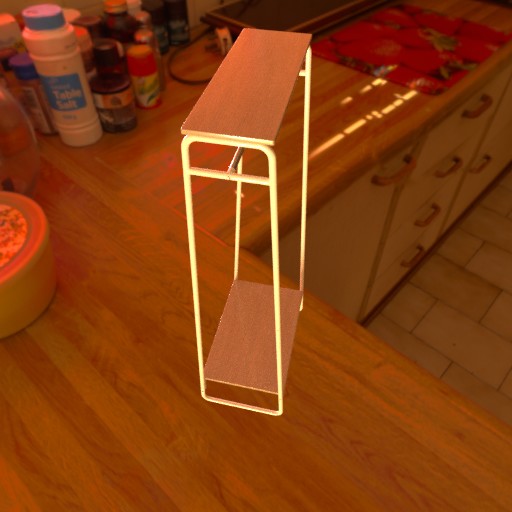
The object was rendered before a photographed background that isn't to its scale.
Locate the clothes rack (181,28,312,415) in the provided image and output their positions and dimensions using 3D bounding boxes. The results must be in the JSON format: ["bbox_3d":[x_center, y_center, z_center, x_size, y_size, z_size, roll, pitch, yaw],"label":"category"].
[{"bbox_3d":[0.000,0.000,1.805,0.400,1.512,0.640,9,48,9],"label":"clothes rack"}]
